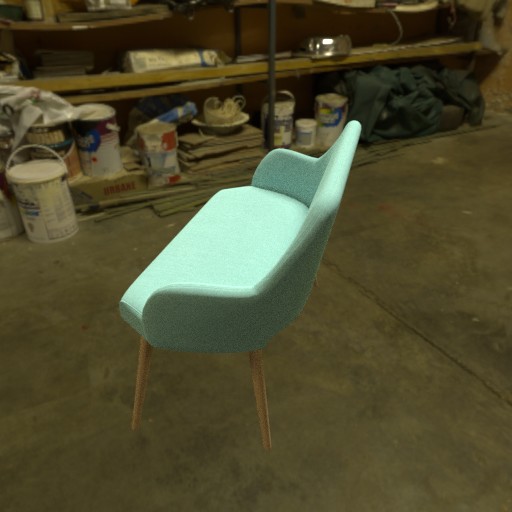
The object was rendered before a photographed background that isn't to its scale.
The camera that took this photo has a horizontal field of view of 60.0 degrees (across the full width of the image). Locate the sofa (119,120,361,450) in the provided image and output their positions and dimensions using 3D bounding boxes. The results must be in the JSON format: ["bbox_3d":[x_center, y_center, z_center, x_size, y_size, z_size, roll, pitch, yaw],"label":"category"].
[{"bbox_3d":[0.000,0.000,1.615,0.610,0.840,1.150,8,32,13],"label":"sofa"}]
